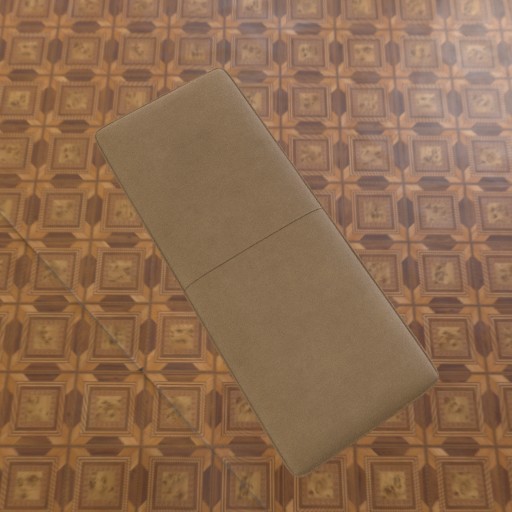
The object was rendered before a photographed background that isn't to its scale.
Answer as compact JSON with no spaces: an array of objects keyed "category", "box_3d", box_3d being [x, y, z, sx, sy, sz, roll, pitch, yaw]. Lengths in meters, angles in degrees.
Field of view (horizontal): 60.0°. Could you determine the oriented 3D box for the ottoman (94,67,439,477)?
[{"category":"ottoman","box_3d":[0.000,0.000,2.038,0.735,0.460,1.726,-31,77,-8]}]
